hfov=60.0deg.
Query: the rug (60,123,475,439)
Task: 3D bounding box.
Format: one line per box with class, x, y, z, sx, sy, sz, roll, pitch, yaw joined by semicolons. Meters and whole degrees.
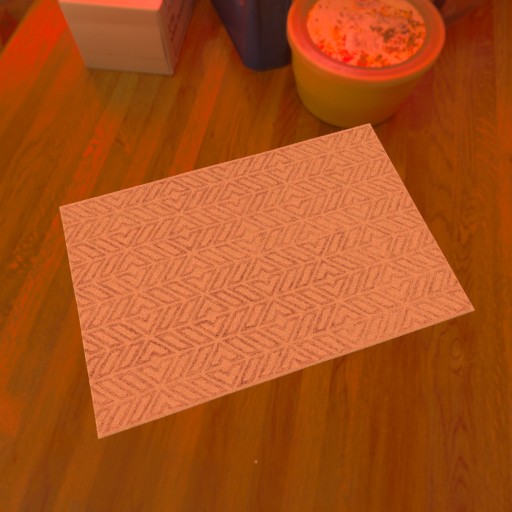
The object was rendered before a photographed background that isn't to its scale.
rug;0.000;0.000;2.267;1.828;0.007;1.220;-17;66;-8
